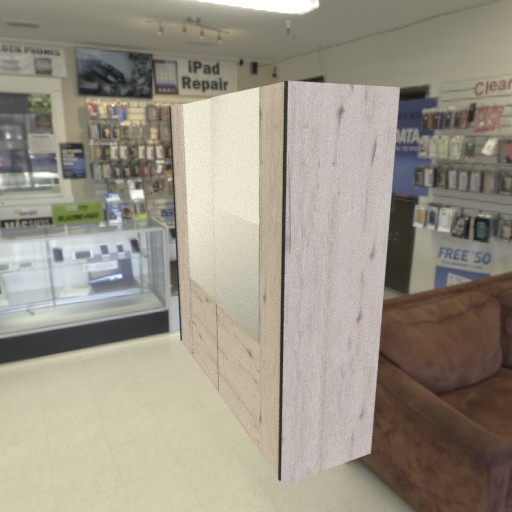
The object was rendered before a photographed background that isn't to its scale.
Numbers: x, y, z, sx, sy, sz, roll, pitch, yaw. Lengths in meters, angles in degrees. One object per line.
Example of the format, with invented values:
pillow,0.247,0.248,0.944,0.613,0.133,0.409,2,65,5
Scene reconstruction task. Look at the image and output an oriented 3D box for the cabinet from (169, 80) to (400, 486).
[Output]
cabinet,0.000,0.000,3.261,0.660,2.180,2.000,-7,17,-25
